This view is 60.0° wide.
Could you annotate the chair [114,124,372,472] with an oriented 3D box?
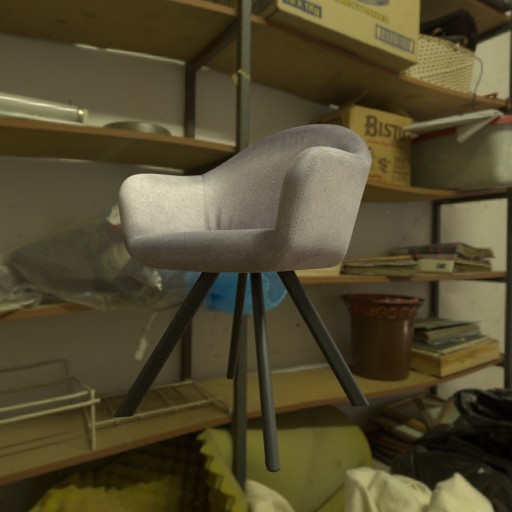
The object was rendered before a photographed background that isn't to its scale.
[{"bbox_3d":[0.000,0.000,1.156,0.570,0.780,0.540,0,1,36],"label":"chair"}]
